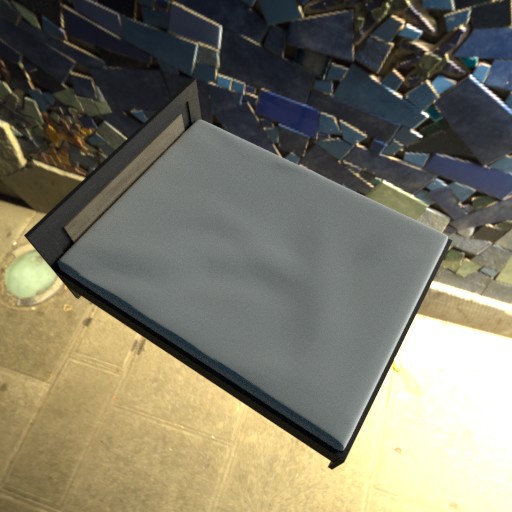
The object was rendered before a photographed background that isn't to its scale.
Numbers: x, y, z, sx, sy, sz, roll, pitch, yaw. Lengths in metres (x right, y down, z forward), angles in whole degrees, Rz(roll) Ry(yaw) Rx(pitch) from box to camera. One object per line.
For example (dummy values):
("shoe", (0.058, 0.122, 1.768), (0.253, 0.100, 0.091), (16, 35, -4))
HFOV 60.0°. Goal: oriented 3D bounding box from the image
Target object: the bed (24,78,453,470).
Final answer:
("bed", (0.000, 0.000, 2.884), (2.073, 0.823, 1.585), (29, 64, 16))
